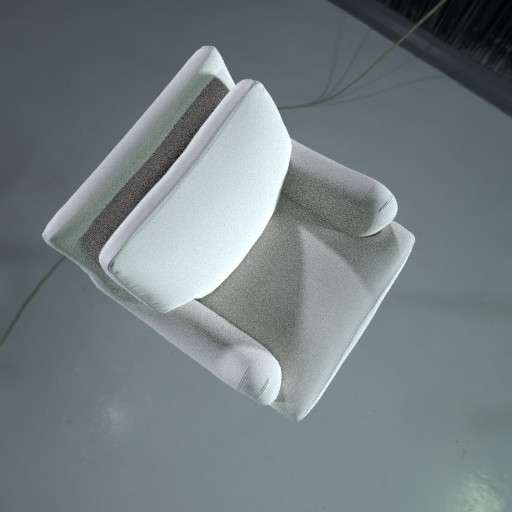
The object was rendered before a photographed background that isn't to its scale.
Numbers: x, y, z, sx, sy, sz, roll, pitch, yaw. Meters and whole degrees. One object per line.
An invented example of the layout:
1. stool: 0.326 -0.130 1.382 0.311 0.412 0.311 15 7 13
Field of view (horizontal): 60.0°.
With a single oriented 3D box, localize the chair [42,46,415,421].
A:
1. chair: 0.000 0.000 1.846 1.070 1.038 0.955 34 78 8
